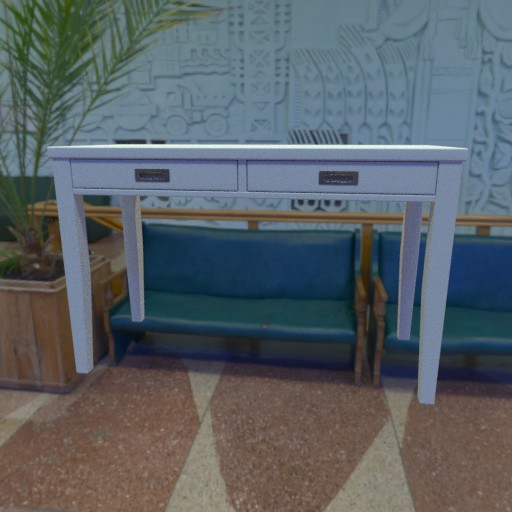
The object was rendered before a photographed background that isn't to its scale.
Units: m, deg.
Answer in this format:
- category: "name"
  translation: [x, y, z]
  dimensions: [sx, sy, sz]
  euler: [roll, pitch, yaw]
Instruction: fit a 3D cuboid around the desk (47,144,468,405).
- category: "desk"
  translation: [0.000, 0.000, 1.606]
  dimensions: [1.220, 0.775, 0.508]
  euler: [2, 15, 9]
